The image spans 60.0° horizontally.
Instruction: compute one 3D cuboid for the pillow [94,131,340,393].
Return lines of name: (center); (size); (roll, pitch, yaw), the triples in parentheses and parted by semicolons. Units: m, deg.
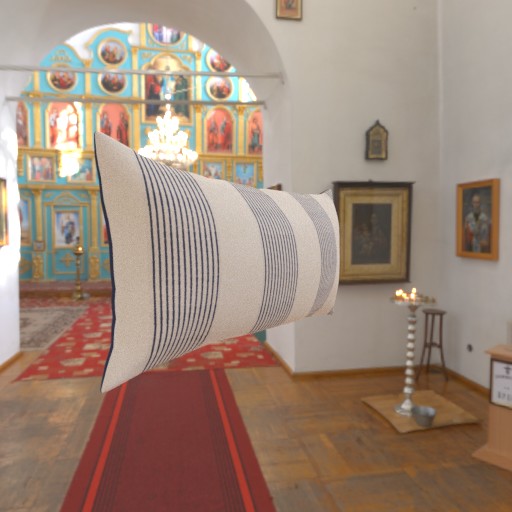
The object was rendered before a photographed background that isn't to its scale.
pillow: (0.000, 0.000, 0.735); (0.151, 0.287, 0.610); (1, 2, 34)
